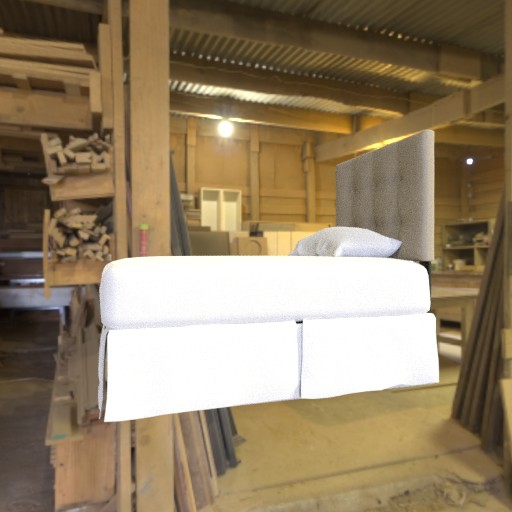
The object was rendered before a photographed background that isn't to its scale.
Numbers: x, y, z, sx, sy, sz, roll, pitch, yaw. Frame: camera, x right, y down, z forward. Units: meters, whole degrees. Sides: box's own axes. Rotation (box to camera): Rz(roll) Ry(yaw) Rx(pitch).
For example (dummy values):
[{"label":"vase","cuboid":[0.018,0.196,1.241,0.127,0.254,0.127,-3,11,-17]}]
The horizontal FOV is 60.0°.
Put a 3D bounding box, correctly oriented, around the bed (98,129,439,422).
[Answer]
[{"label":"bed","cuboid":[0.000,0.000,2.968,1.997,1.571,1.261,0,0,-19]}]
